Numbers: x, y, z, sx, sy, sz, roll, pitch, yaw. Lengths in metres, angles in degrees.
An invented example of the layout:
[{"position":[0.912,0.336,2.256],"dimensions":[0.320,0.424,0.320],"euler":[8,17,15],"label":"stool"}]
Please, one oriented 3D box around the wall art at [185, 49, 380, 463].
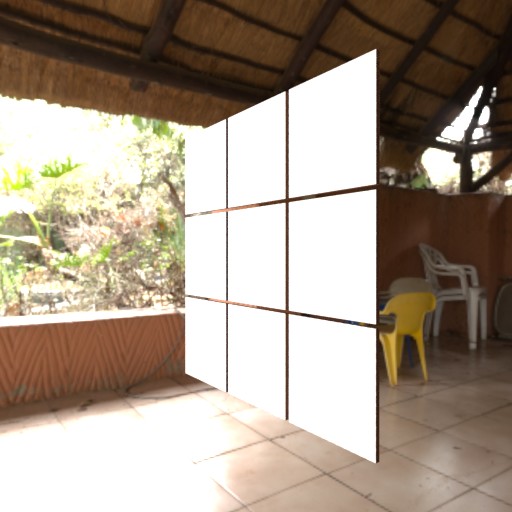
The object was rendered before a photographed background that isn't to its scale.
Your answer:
[{"position":[0.000,0.000,1.845],"dimensions":[0.017,1.246,1.256],"euler":[0,0,-36],"label":"wall art"}]
